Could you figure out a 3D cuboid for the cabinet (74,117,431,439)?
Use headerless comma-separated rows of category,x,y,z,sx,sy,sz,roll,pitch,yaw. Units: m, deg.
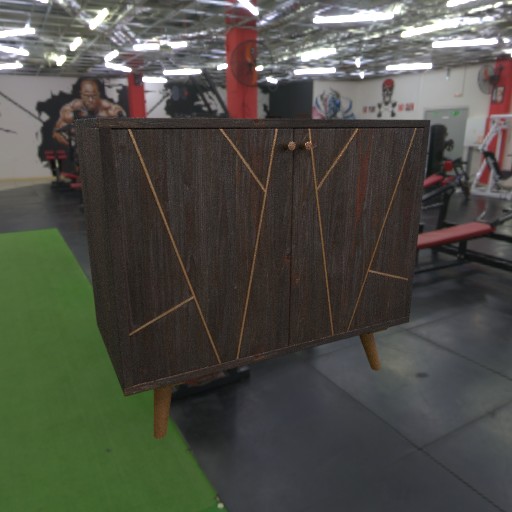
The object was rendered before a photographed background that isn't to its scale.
cabinet,0.000,0.000,1.527,1.023,0.897,0.529,-8,18,-26
